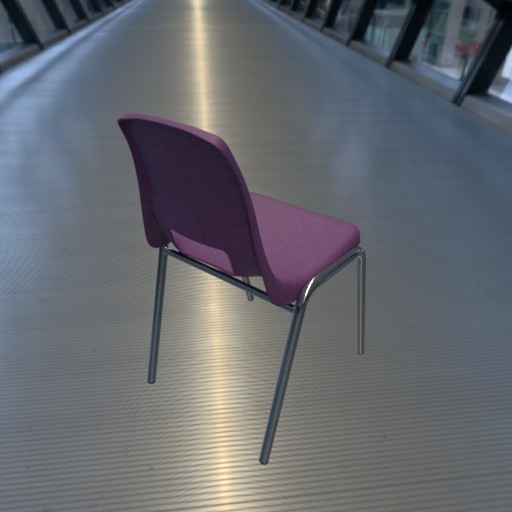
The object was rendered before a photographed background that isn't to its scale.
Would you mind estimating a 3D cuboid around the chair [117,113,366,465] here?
[{"bbox_3d":[0.000,0.000,0.926,0.381,0.654,0.432,22,38,31],"label":"chair"}]
